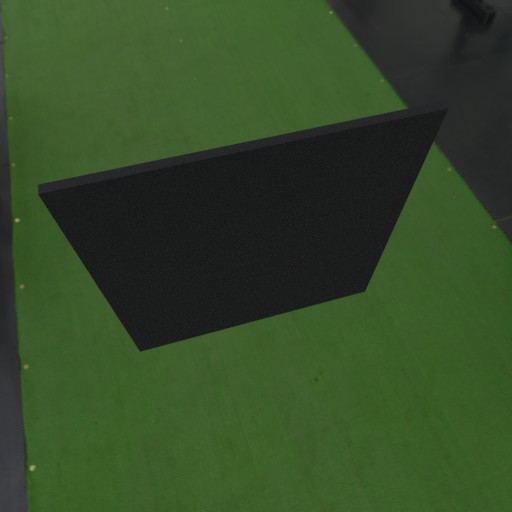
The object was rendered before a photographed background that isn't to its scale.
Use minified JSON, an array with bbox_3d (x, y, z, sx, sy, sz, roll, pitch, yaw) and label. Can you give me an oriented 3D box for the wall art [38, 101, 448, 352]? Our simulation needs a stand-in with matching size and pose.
[{"bbox_3d":[0.000,0.000,0.673,0.456,0.458,0.013,-14,59,-8],"label":"wall art"}]
